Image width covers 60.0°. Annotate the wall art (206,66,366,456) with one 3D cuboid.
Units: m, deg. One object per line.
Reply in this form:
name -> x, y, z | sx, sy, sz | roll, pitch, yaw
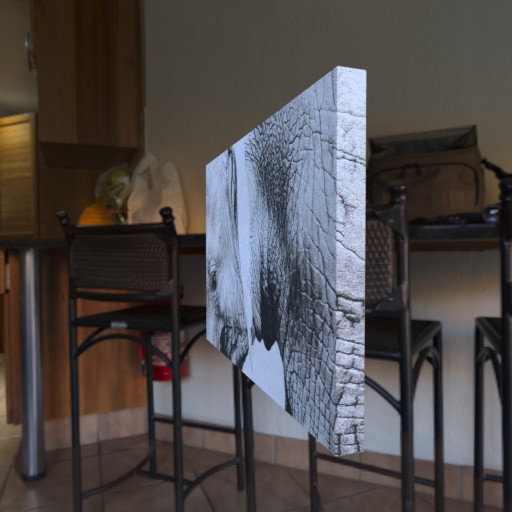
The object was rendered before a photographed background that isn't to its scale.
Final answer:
wall art -> 0.000, 0.000, 0.756 | 0.035, 0.407, 0.613 | -1, 2, -19
